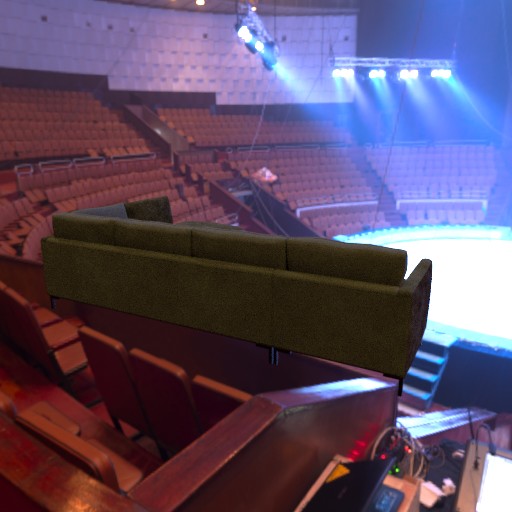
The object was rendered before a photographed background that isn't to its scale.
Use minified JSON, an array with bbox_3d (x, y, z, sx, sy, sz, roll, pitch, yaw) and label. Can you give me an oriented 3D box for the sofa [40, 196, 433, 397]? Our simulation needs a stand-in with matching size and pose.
[{"bbox_3d":[0.000,0.000,3.222,2.486,0.687,1.707,7,16,27],"label":"sofa"}]
